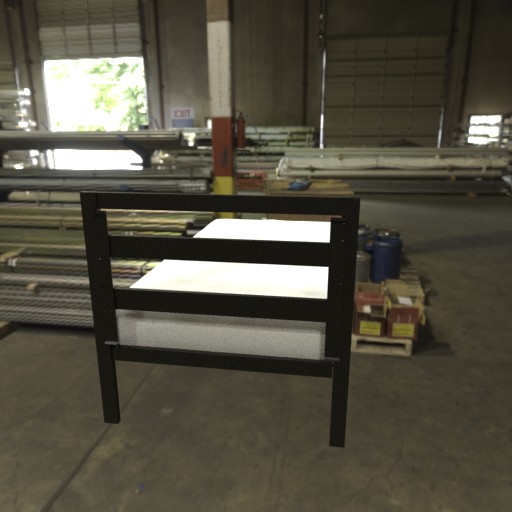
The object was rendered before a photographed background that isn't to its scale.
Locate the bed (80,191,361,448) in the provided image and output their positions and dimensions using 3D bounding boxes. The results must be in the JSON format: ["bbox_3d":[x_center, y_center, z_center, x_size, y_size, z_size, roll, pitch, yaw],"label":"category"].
[{"bbox_3d":[0.000,0.000,2.561,0.991,0.967,1.930,2,16,9],"label":"bed"}]
